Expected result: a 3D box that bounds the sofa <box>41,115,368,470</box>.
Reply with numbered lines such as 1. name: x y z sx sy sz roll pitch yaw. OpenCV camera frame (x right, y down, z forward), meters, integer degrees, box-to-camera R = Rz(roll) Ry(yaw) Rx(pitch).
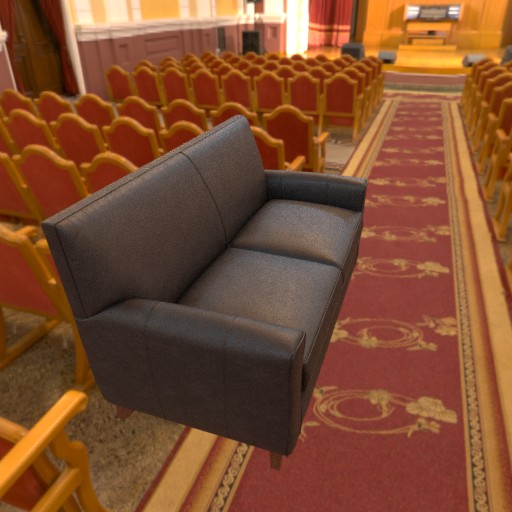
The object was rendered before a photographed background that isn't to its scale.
1. sofa: 0.000 0.000 1.956 0.787 0.871 1.473 10 31 17
